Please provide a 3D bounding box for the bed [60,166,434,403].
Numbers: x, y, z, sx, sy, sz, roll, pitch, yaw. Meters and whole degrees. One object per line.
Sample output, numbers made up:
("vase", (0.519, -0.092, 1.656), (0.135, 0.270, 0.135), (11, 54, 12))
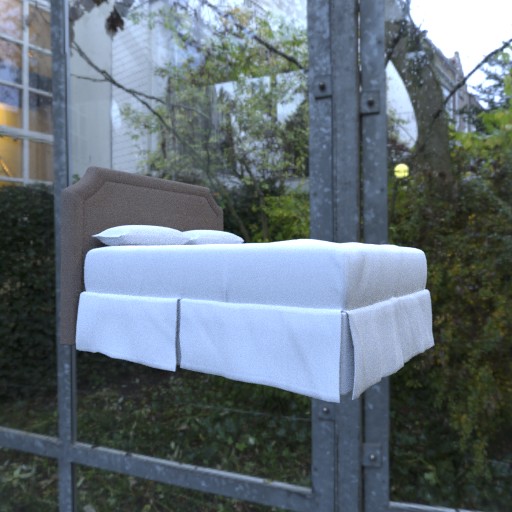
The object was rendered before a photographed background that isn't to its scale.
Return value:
("bed", (0.000, 0.000, 3.138), (2.116, 1.290, 1.693), (0, 0, 34))
